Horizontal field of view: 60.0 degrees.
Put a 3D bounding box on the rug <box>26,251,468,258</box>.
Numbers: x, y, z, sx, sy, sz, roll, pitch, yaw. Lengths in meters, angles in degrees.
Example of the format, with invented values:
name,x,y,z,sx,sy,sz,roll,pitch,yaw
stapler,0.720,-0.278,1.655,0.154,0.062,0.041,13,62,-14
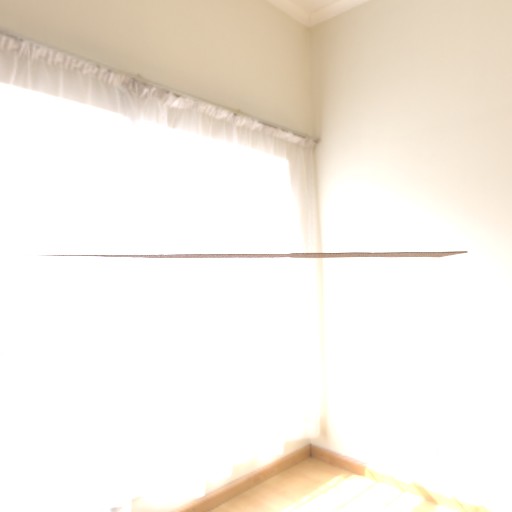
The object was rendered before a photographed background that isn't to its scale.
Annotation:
name,x,y,z,sx,sy,sz,roll,pitch,yaw
rug,0.000,0.000,3.022,2.440,0.012,1.522,0,-1,18
